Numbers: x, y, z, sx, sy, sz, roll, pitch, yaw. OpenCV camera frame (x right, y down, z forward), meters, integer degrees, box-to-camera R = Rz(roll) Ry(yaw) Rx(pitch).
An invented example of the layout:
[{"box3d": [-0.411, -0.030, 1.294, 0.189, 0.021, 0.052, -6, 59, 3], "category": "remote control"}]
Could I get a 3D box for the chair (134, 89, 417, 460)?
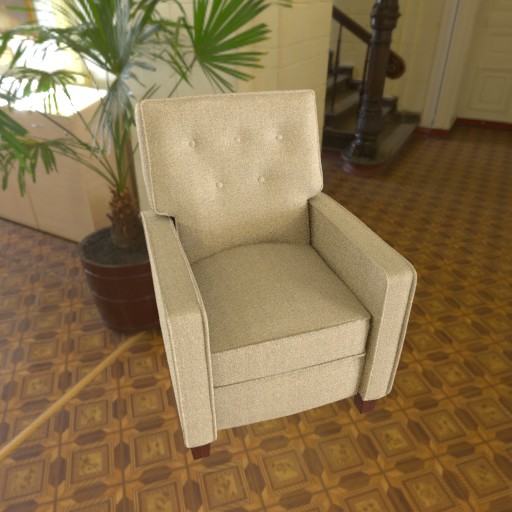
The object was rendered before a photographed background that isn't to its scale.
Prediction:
[{"box3d": [0.000, 0.000, 1.398, 0.648, 0.888, 0.754, -9, 33, -15], "category": "chair"}]
